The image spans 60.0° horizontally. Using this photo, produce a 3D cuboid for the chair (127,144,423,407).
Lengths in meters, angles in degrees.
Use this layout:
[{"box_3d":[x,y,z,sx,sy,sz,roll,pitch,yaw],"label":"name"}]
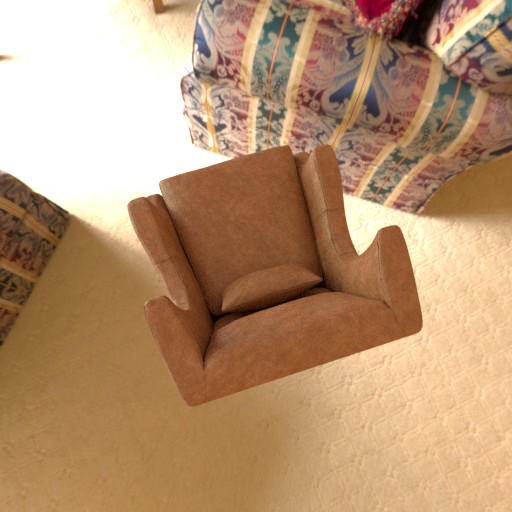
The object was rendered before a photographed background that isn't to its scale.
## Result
[{"box_3d":[0.000,0.000,1.750,0.853,1.016,0.926,-17,75,-5],"label":"chair"}]
